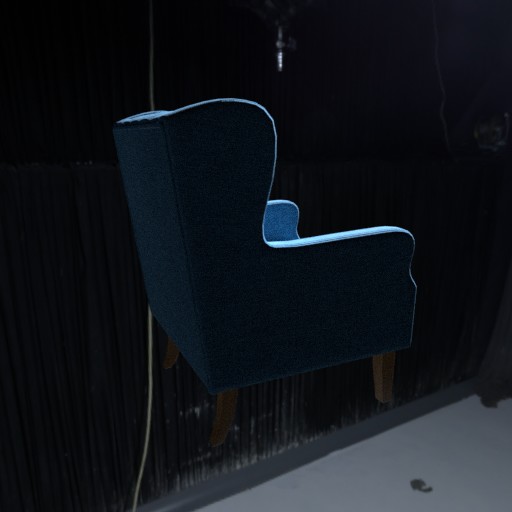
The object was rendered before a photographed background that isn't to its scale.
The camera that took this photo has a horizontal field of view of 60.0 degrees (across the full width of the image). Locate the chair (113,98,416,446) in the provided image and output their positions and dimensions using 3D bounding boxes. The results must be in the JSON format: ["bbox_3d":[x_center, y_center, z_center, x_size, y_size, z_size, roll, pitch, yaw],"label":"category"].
[{"bbox_3d":[0.000,0.000,1.503,0.775,0.952,0.711,-8,17,-26],"label":"chair"}]
